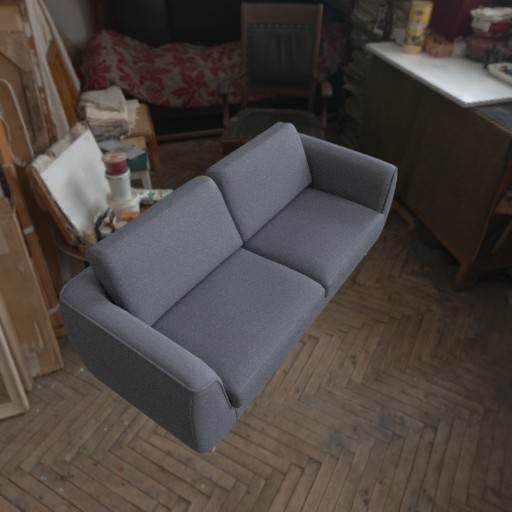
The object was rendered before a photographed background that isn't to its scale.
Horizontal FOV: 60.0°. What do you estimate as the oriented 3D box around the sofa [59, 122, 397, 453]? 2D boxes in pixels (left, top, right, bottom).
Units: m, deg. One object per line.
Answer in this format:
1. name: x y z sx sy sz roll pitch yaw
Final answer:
1. sofa: 0.000 0.000 2.547 0.920 0.870 2.000 25 47 25
